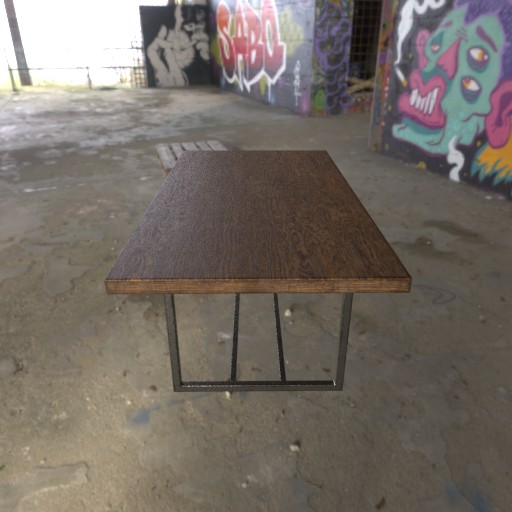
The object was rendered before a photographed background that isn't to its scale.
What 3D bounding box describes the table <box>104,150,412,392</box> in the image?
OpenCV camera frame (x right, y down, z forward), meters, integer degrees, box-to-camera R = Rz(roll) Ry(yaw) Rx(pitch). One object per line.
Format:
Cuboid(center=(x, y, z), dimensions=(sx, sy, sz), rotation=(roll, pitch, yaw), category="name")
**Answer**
Cuboid(center=(0.000, 0.000, 2.611), dimensions=(1.078, 0.795, 1.989), rotation=(0, 26, -1), category="table")
